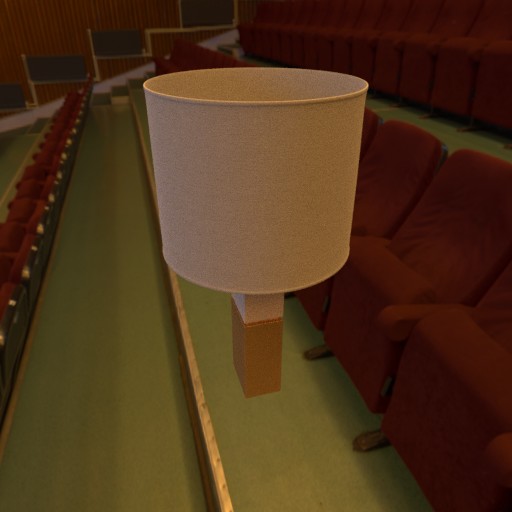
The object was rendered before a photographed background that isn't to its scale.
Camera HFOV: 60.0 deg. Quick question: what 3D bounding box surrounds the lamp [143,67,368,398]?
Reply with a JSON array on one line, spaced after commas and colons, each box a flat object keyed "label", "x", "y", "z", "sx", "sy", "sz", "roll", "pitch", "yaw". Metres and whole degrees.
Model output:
[{"label": "lamp", "x": 0.000, "y": 0.000, "z": 0.563, "sx": 0.229, "sy": 0.417, "sz": 0.229, "roll": -8, "pitch": 31, "yaw": -14}]
